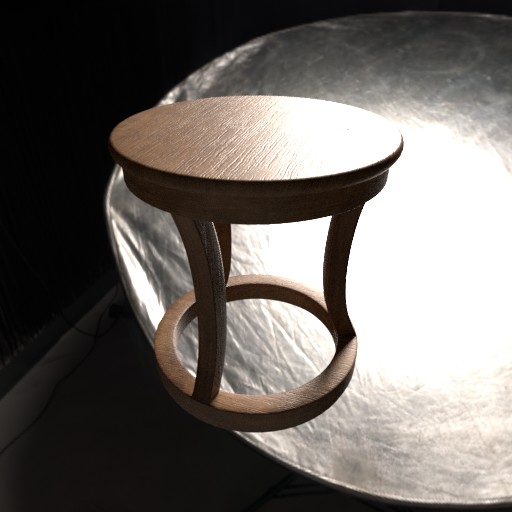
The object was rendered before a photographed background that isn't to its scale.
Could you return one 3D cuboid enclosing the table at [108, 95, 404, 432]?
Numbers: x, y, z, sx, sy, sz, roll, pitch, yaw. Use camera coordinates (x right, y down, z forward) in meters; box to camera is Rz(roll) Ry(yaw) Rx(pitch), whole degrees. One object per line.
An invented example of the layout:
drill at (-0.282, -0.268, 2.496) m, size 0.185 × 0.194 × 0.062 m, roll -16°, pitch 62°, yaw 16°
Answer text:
table at (0.000, 0.000, 0.790) m, size 0.432 × 0.460 × 0.432 m, roll 0°, pitch 32°, yaw 0°
